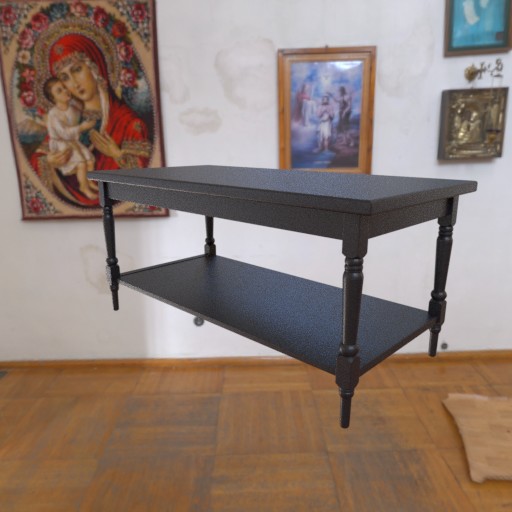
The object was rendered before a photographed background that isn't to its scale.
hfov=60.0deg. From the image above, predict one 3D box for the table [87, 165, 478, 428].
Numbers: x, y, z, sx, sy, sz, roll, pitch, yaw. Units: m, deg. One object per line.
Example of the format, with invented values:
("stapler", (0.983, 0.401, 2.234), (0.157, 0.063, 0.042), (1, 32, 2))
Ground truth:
("table", (0.000, 0.000, 1.420), (1.107, 0.510, 0.550), (14, 20, 42))
